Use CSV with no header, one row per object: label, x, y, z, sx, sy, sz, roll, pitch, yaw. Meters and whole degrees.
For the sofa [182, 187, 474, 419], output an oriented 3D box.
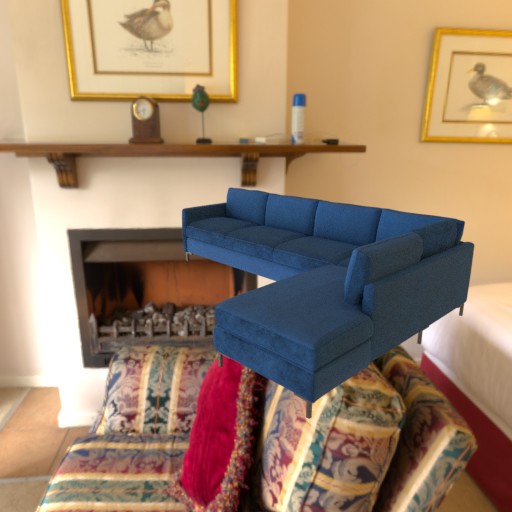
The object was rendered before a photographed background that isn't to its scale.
sofa,0.000,0.000,3.257,1.707,0.687,2.486,-15,22,-42
